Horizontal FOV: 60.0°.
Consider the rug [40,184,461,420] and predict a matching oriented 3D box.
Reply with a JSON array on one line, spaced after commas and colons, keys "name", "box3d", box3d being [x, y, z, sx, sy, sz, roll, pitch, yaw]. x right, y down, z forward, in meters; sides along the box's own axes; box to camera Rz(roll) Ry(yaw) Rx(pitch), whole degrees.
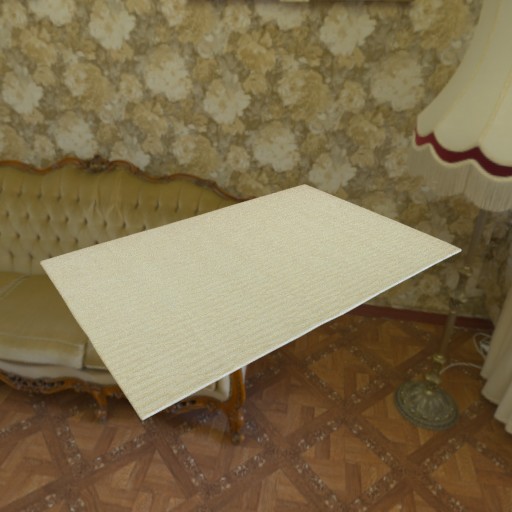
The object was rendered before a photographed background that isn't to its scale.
[{"name": "rug", "box3d": [0.000, 0.000, 2.317, 1.848, 0.014, 1.238, -21, 36, -32]}]
